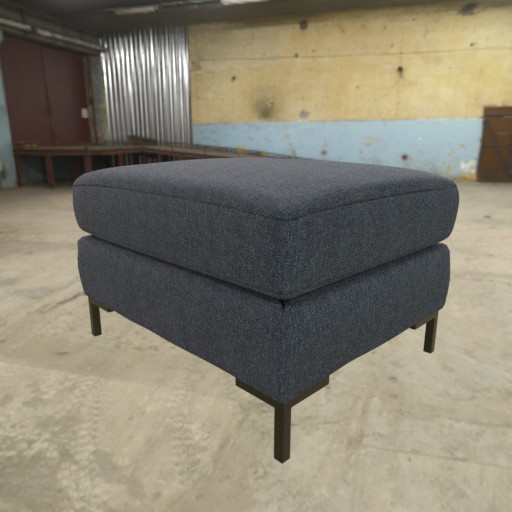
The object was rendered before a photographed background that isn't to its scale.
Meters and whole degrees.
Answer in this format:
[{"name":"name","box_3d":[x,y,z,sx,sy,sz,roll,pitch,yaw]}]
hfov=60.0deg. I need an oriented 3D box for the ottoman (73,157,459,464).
[{"name":"ottoman","box_3d":[0.000,0.000,1.250,0.695,0.533,0.831,-14,20,-43]}]
